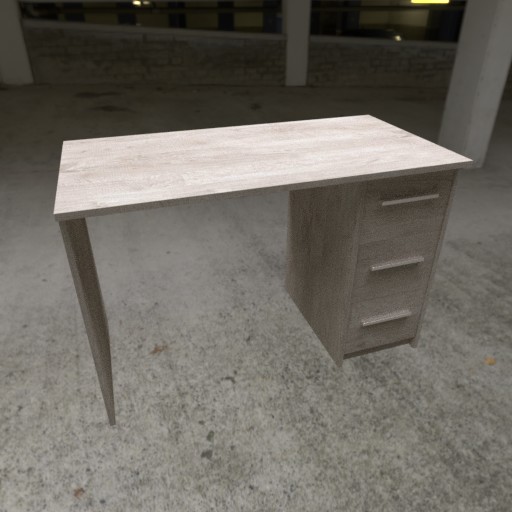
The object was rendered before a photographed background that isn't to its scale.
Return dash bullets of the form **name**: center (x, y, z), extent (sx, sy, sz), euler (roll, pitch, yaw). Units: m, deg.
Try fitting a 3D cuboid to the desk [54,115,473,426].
- **desk**: center (0.000, 0.000, 1.510), extent (1.097, 0.735, 0.560), euler (-10, 32, -16)
